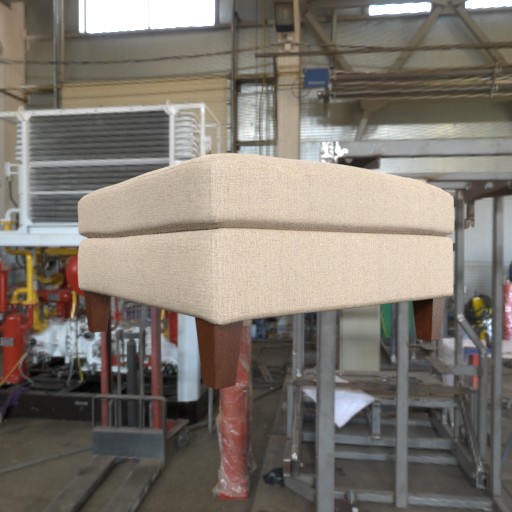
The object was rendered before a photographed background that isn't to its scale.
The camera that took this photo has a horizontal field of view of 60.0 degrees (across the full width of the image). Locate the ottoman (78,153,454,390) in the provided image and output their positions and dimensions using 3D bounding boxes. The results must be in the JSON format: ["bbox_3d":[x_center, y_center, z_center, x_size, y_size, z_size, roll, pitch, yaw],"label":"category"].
[{"bbox_3d":[0.000,0.000,1.348,0.838,0.481,0.838,-1,1,-37],"label":"ottoman"}]
